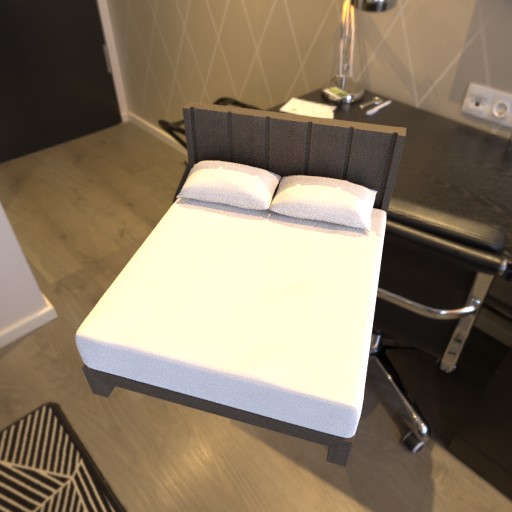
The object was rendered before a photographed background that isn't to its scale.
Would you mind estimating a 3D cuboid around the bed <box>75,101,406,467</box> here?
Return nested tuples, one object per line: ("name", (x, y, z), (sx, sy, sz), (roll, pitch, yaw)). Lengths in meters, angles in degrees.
("bed", (0.000, 0.000, 3.140), (1.735, 1.261, 1.992), (11, 43, 12))
